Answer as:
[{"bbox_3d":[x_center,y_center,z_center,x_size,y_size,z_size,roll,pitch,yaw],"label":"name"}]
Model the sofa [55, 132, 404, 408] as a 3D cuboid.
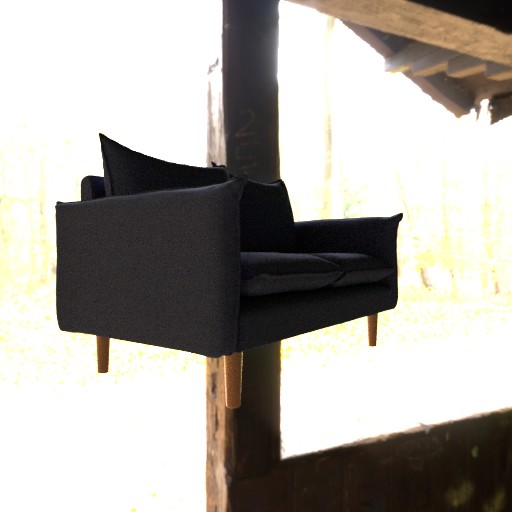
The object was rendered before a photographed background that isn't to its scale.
[{"bbox_3d":[0.000,0.000,1.815,0.820,0.840,1.300,0,0,36],"label":"sofa"}]
